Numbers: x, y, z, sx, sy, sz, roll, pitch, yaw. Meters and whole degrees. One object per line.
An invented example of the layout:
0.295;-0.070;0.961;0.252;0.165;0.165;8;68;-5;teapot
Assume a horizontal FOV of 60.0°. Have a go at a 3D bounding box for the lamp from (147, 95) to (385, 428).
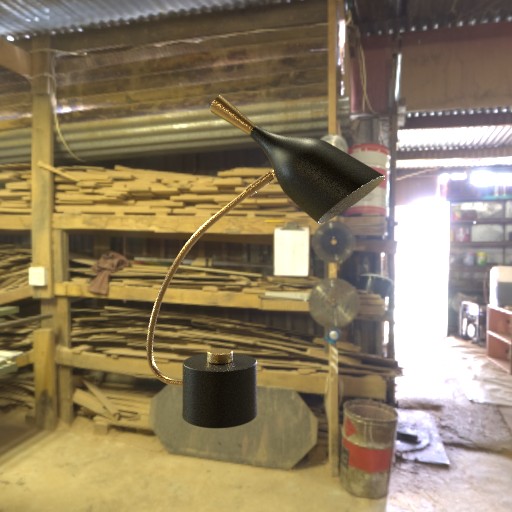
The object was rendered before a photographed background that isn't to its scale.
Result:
0.000;0.000;0.632;0.352;0.464;0.110;0;1;17;lamp
